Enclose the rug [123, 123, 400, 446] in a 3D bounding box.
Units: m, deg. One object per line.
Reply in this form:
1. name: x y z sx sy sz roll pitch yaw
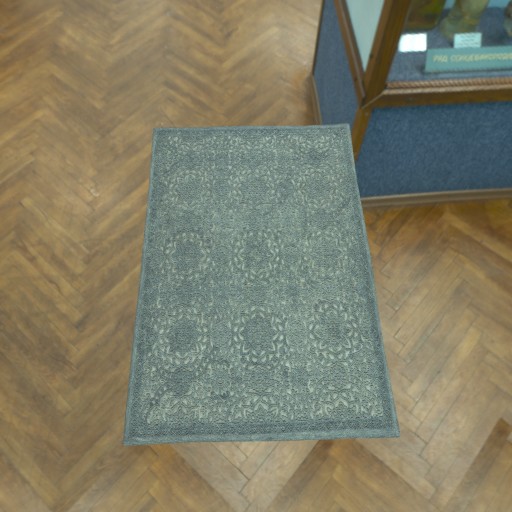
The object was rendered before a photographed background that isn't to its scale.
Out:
1. rug: 0.000 0.000 2.358 1.224 0.016 1.830 -2 63 -1
